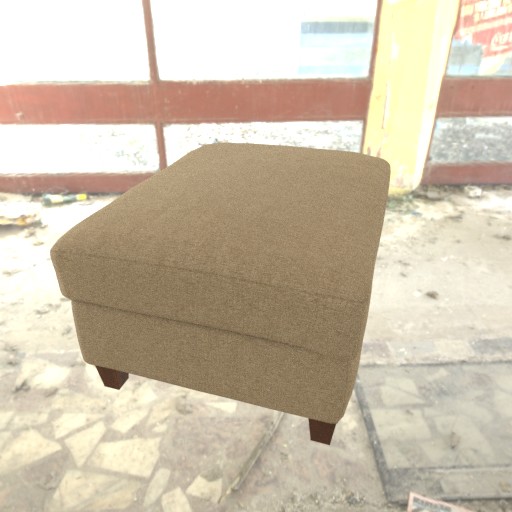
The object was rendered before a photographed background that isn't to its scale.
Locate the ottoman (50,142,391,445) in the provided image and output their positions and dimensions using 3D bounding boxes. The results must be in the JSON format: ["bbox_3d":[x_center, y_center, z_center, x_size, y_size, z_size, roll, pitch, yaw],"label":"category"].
[{"bbox_3d":[0.000,0.000,1.313,0.692,0.511,0.889,9,30,15],"label":"ottoman"}]
